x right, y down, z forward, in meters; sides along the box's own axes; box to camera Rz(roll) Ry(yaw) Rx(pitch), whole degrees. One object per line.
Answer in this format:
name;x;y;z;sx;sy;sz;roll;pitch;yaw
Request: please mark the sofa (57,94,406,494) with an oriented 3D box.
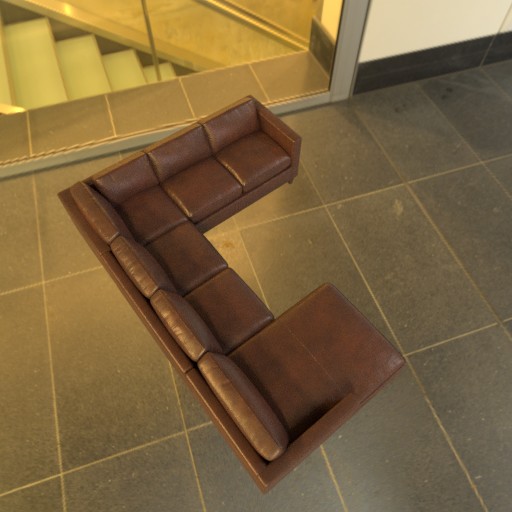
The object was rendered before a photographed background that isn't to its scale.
sofa;0.000;0.000;4.361;2.452;0.891;3.324;-34;64;-19
